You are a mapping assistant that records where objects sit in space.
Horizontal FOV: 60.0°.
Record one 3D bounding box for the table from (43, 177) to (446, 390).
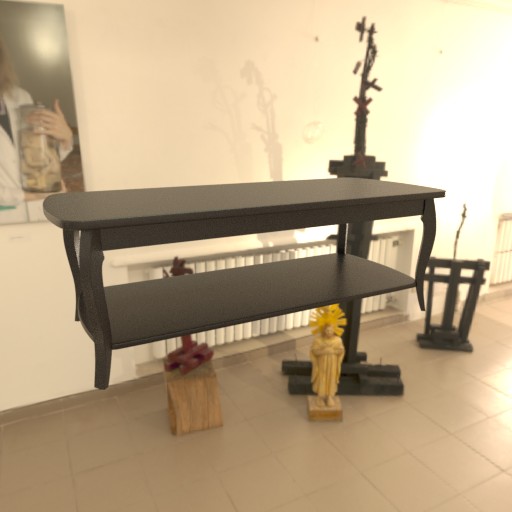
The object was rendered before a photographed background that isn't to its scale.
[{"bbox_3d":[0.000,0.000,1.586,1.333,0.457,0.571,-8,17,-26],"label":"table"}]
